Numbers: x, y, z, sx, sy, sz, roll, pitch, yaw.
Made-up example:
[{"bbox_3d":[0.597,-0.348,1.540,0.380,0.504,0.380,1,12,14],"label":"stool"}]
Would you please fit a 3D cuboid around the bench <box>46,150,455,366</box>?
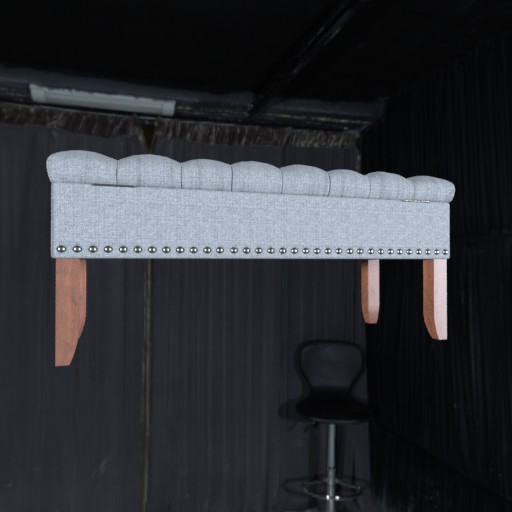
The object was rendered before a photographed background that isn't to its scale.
[{"bbox_3d":[0.000,0.000,1.270,1.052,0.470,0.417,0,-1,-19],"label":"bench"}]
